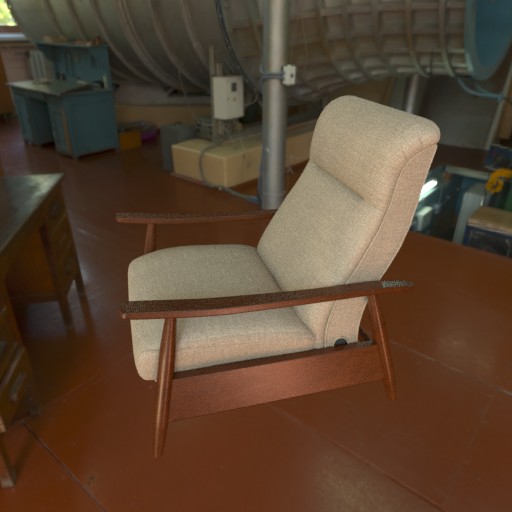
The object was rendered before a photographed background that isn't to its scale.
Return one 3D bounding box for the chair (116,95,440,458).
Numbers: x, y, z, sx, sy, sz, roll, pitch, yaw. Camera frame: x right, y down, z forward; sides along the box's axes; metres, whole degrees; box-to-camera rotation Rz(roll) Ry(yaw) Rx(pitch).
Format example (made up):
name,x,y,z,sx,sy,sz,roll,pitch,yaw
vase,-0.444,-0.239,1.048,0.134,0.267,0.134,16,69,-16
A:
name,x,y,z,sx,sy,sz,roll,pitch,yaw
chair,0.000,0.000,1.716,1.014,1.082,0.762,-8,29,-14
